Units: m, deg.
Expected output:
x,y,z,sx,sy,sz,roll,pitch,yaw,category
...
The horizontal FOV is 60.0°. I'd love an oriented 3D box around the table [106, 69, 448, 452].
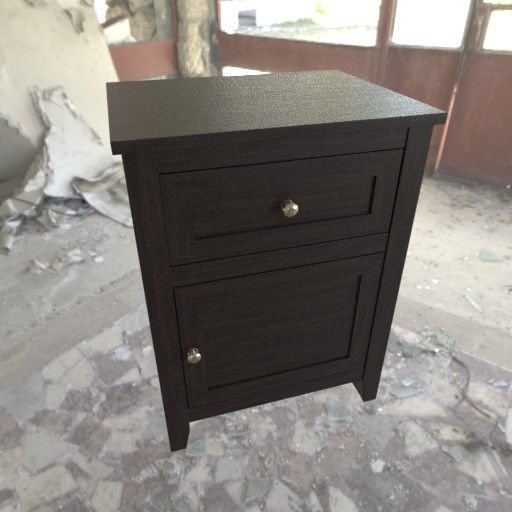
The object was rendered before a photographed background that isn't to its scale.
x,y,z,sx,sy,sz,roll,pitch,yaw,category
0.000,0.000,0.913,0.480,0.635,0.381,-9,33,-14,table
